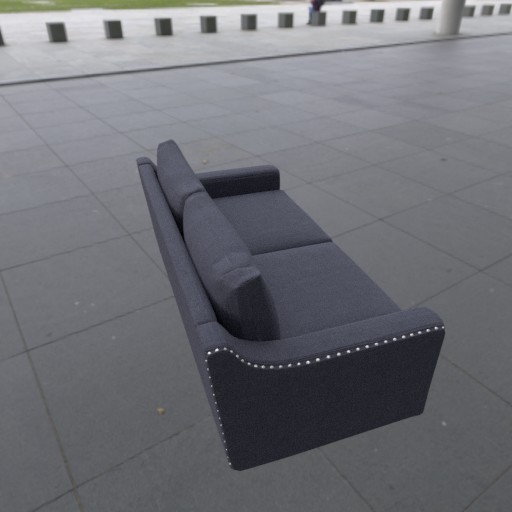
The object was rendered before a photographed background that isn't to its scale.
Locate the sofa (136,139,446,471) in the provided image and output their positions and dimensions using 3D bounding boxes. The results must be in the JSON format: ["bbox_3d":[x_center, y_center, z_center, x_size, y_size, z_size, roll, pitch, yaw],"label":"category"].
[{"bbox_3d":[0.000,0.000,3.243,1.336,1.196,2.550,-10,33,-16],"label":"sofa"}]
